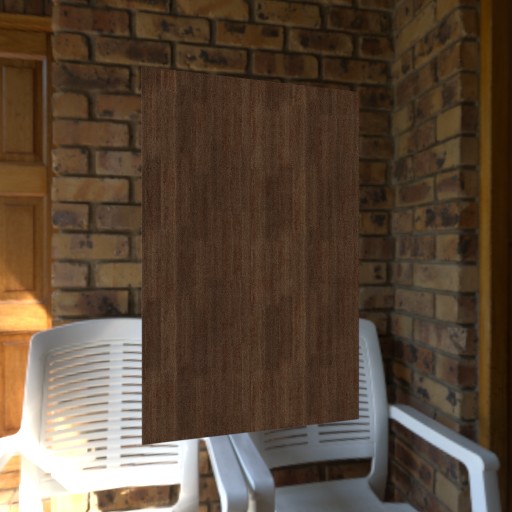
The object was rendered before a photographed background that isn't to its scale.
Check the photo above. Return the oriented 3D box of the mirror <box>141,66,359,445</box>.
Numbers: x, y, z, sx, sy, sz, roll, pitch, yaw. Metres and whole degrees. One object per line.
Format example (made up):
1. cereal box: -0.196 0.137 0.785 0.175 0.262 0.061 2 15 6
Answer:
1. mirror: 0.000 0.000 1.298 0.651 1.010 0.047 0 0 -17
